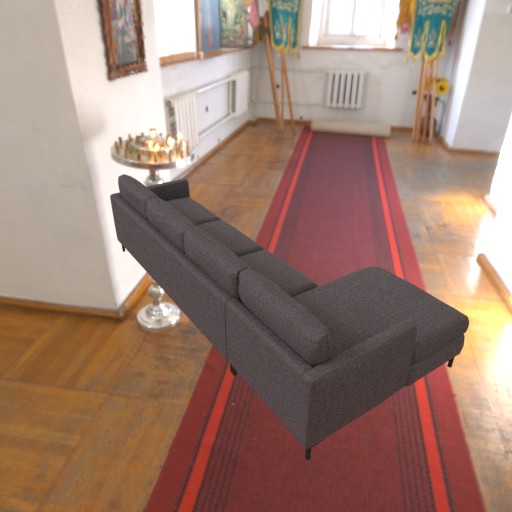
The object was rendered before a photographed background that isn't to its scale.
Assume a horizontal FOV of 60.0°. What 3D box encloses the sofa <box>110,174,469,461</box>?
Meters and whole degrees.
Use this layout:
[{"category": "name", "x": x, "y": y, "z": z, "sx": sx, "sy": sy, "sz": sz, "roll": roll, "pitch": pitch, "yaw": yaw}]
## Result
[{"category": "sofa", "x": 0.000, "y": 0.000, "z": 3.288, "sx": 1.258, "sy": 0.754, "sz": 2.731, "roll": -19, "pitch": 35, "yaw": -30}]
